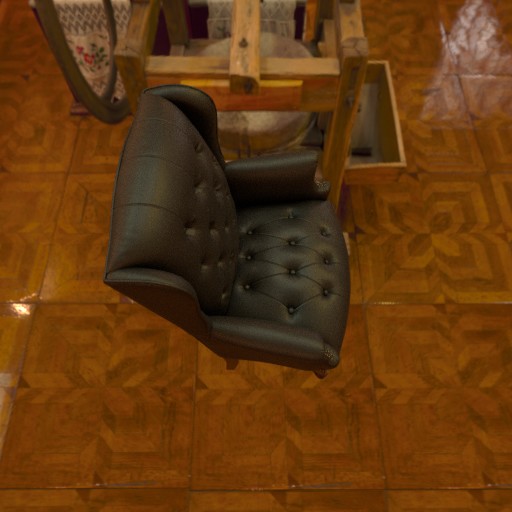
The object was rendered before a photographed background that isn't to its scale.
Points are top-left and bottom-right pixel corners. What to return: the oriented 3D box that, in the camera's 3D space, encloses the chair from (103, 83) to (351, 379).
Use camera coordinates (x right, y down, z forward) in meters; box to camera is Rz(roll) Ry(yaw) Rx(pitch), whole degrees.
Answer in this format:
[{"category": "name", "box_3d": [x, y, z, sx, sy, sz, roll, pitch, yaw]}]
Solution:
[{"category": "chair", "box_3d": [0.000, 0.000, 1.674, 0.762, 1.111, 0.838, 2, 63, 1]}]
